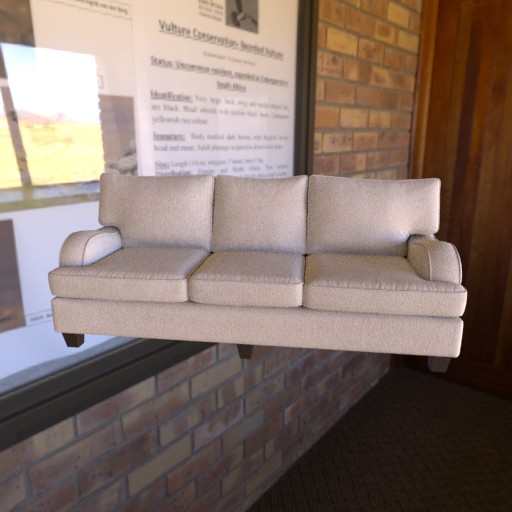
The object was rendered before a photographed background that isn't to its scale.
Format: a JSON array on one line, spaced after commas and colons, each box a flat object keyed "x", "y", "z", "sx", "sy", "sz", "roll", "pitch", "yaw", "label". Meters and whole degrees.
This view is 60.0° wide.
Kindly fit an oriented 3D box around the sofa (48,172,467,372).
[{"x": 0.000, "y": 0.000, "z": 2.836, "sx": 2.323, "sy": 0.991, "sz": 1.016, "roll": 2, "pitch": 15, "yaw": 8, "label": "sofa"}]
